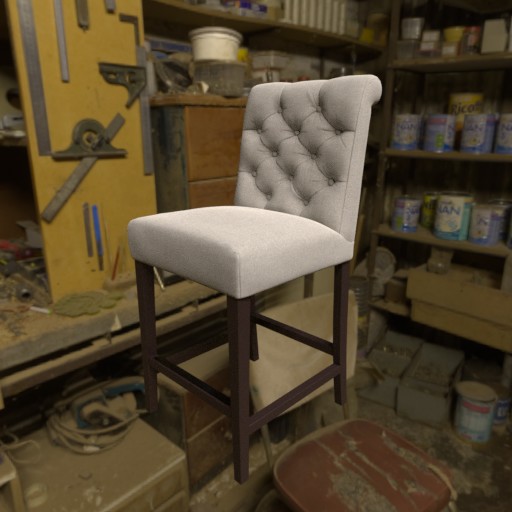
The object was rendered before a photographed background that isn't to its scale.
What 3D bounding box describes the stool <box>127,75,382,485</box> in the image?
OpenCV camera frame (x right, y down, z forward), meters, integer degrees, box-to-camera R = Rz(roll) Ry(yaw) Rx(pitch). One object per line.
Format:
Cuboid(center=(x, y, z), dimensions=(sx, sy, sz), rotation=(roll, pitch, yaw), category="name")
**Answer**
Cuboid(center=(0.000, 0.000, 1.357), dimensions=(0.493, 1.040, 0.601), rotation=(15, 22, 42), category="stool")
